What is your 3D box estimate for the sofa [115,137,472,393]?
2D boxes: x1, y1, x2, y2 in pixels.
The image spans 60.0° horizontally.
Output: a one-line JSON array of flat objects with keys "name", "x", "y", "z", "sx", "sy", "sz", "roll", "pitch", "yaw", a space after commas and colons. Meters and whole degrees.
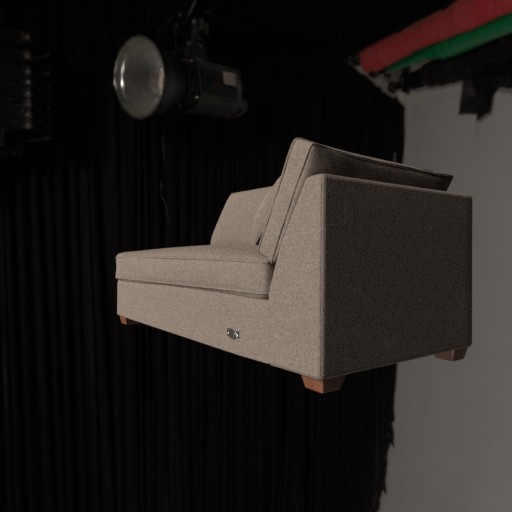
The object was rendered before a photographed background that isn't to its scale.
[{"name": "sofa", "x": 0.000, "y": 0.000, "z": 2.810, "sx": 1.110, "sy": 1.033, "sz": 2.237, "roll": 0, "pitch": 0, "yaw": -36}]
